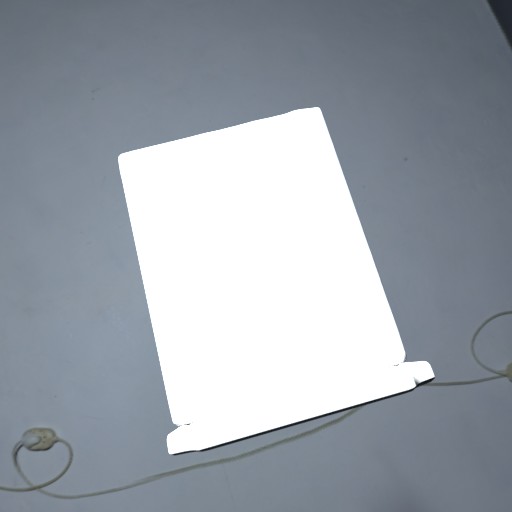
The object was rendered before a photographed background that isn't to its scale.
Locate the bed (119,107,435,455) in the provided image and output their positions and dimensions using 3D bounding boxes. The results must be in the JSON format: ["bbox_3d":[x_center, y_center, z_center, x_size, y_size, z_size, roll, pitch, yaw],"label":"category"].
[{"bbox_3d":[0.000,0.000,3.599,1.977,1.293,2.498,-15,76,-4],"label":"bed"}]
